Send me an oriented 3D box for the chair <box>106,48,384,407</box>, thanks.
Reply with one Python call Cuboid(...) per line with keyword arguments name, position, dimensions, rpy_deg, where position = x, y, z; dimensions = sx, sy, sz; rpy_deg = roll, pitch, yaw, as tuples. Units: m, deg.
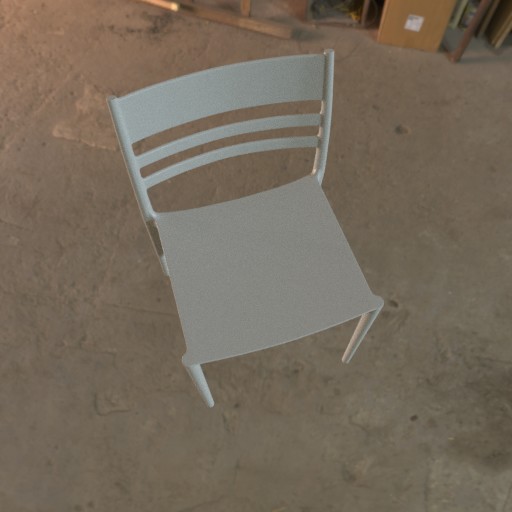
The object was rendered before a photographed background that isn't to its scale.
Cuboid(name="chair", position=(0.000, 0.000, 1.140), dimensions=(0.531, 0.800, 0.511), rpy_deg=(-16, 63, -8))
